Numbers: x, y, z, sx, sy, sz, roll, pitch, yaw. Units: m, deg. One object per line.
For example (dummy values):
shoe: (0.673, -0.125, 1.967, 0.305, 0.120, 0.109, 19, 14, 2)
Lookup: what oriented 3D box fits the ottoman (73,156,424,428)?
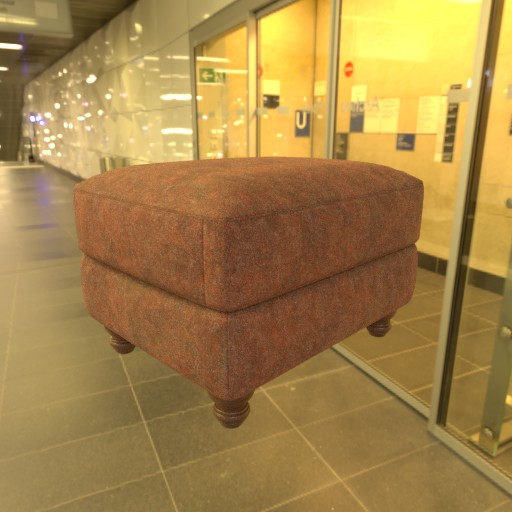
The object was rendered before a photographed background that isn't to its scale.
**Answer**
ottoman: (0.000, 0.000, 1.194, 0.787, 0.508, 0.635, -15, 22, -43)
